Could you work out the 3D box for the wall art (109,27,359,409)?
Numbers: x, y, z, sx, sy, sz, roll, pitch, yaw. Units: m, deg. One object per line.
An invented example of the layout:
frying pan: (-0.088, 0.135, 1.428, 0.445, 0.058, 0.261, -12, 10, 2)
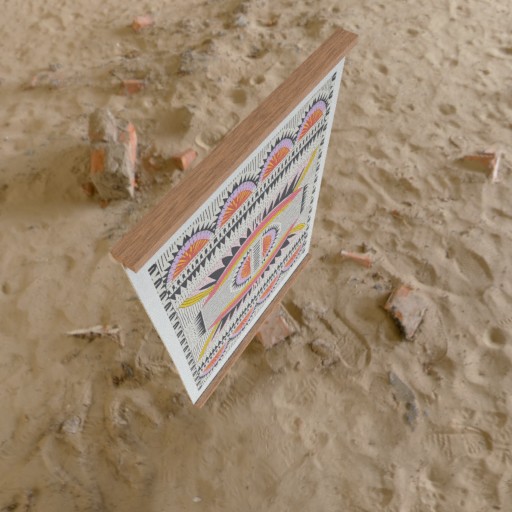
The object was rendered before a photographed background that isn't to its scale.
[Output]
wall art: (0.000, 0.000, 0.686, 0.028, 0.527, 0.403, 31, 63, 17)
